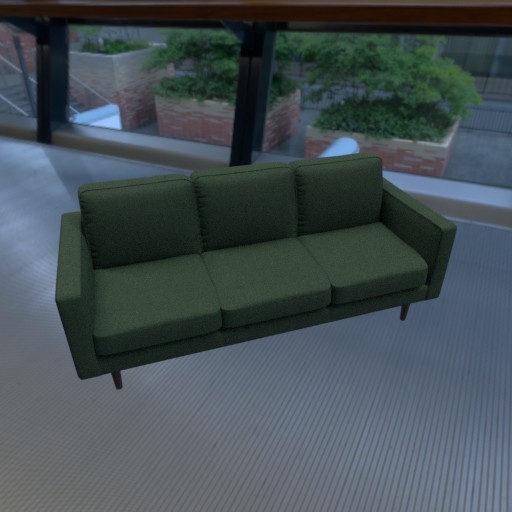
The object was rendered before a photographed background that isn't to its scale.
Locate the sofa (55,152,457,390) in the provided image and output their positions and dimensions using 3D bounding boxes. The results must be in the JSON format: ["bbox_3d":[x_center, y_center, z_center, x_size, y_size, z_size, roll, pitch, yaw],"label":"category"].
[{"bbox_3d":[0.000,0.000,2.544,2.029,0.899,0.879,-10,33,-16],"label":"sofa"}]
